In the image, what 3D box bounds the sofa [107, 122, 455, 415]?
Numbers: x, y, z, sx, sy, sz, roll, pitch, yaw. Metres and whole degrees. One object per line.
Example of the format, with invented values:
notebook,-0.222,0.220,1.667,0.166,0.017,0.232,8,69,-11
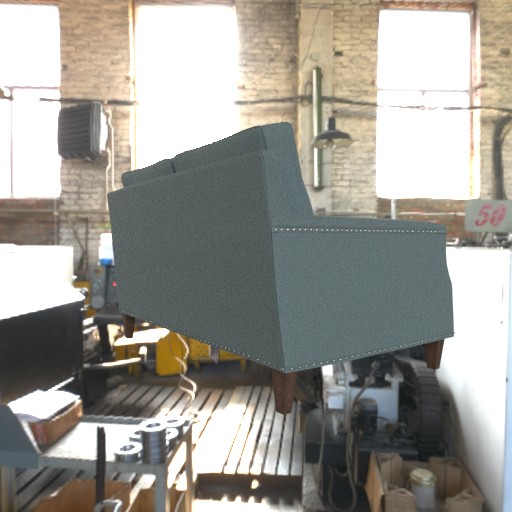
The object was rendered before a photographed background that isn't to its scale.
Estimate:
sofa,0.000,0.000,2.296,1.084,1.003,1.597,-1,2,-36
